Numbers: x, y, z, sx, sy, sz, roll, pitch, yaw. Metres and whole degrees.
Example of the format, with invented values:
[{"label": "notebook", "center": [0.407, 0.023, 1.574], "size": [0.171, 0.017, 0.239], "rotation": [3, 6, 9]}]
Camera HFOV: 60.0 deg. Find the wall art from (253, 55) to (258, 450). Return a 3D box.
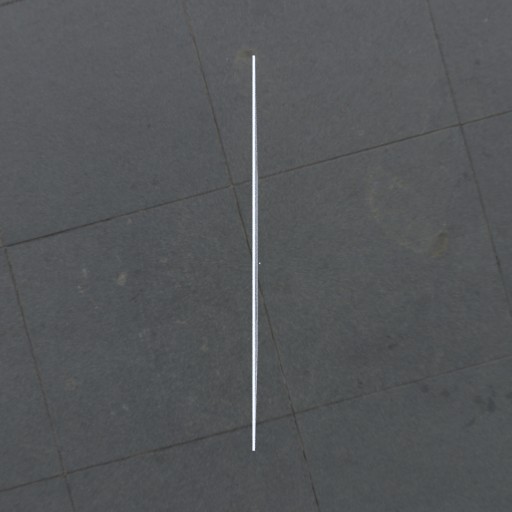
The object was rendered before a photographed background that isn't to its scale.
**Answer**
[{"label": "wall art", "center": [0.000, 0.000, 0.818], "size": [0.003, 0.610, 0.457], "rotation": [0, 89, 0]}]
